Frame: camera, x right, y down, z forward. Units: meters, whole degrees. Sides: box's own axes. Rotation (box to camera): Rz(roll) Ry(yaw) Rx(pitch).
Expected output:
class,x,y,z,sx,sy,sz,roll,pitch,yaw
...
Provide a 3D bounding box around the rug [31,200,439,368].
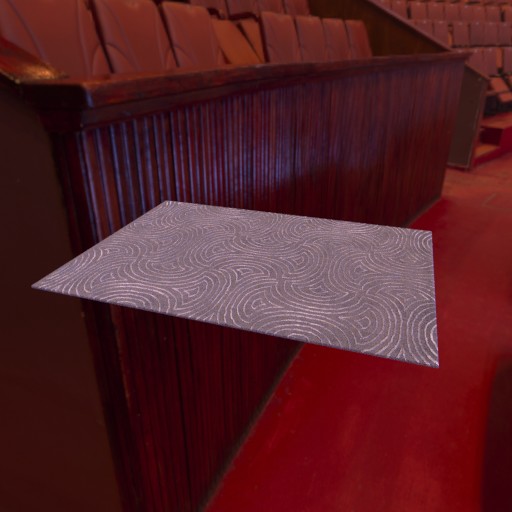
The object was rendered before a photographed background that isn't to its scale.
class,x,y,z,sx,sy,sz,roll,pitch,yaw
rug,0.000,0.000,2.835,2.144,0.015,1.543,8,27,17
